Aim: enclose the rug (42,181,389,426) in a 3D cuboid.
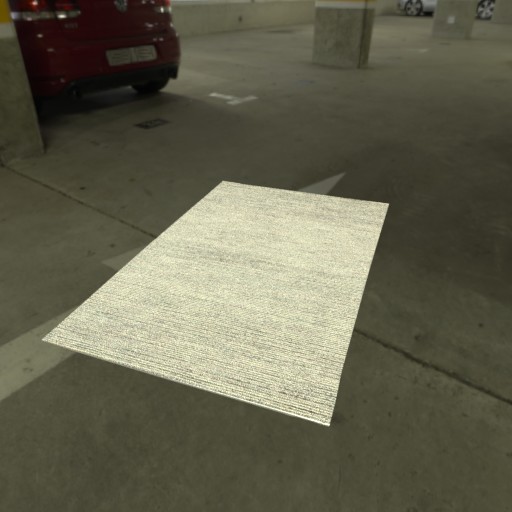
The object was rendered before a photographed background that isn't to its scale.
[{"bbox_3d":[0.000,0.000,2.293,1.159,0.021,1.789,11,33,17],"label":"rug"}]
